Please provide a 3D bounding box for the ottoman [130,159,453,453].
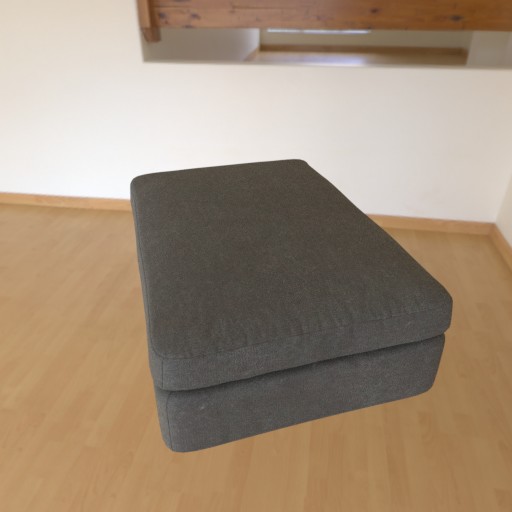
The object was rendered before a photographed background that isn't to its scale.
[{"bbox_3d":[0.000,0.000,1.633,0.840,0.429,1.199,-9,33,-14],"label":"ottoman"}]
